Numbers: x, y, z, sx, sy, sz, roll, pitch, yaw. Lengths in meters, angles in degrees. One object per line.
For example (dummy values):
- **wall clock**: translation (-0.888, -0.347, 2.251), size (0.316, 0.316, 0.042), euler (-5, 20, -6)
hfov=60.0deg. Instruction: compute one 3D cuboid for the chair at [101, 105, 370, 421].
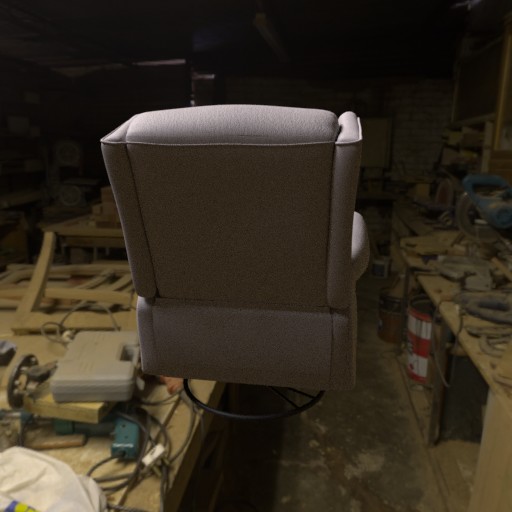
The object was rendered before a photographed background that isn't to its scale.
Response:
- **chair**: translation (0.000, 0.000, 1.653), size (0.847, 1.011, 0.969), euler (2, 14, 9)
